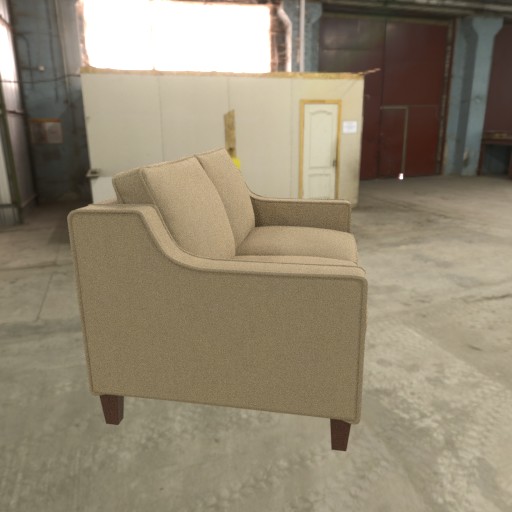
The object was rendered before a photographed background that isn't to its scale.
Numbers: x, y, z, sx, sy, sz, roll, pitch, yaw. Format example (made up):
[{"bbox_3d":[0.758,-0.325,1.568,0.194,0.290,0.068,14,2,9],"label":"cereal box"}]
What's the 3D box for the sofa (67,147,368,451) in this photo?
[{"bbox_3d":[0.000,0.000,2.148,0.987,0.971,1.501,3,16,9],"label":"sofa"}]
